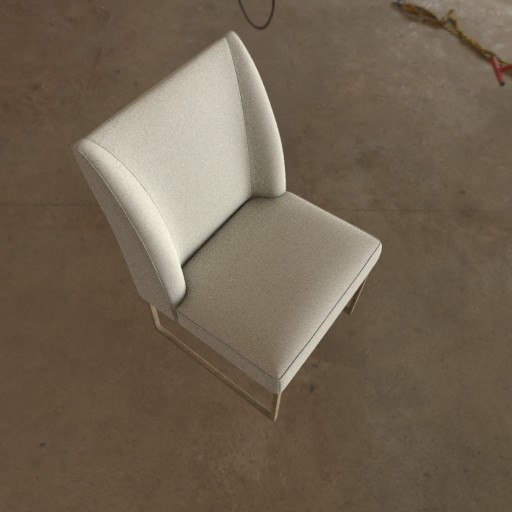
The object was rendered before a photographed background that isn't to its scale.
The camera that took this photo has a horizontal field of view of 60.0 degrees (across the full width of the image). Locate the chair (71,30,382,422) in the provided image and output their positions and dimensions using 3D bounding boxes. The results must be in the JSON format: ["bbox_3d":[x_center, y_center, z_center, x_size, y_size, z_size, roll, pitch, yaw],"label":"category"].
[{"bbox_3d":[0.000,0.000,1.186,0.522,0.863,0.508,33,64,19],"label":"chair"}]
